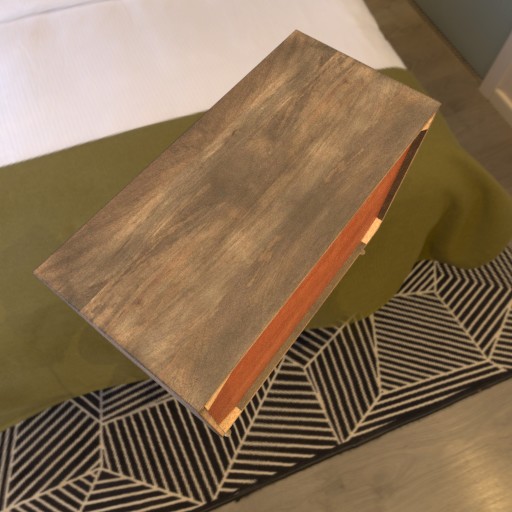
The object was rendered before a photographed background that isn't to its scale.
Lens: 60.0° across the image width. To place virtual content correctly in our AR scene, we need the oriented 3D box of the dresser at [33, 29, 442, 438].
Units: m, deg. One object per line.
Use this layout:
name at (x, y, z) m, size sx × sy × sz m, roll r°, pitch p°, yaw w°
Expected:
dresser at (0.000, 0.000, 1.360) m, size 0.453 × 0.801 × 0.923 m, roll 35°, pitch 69°, yaw 16°
